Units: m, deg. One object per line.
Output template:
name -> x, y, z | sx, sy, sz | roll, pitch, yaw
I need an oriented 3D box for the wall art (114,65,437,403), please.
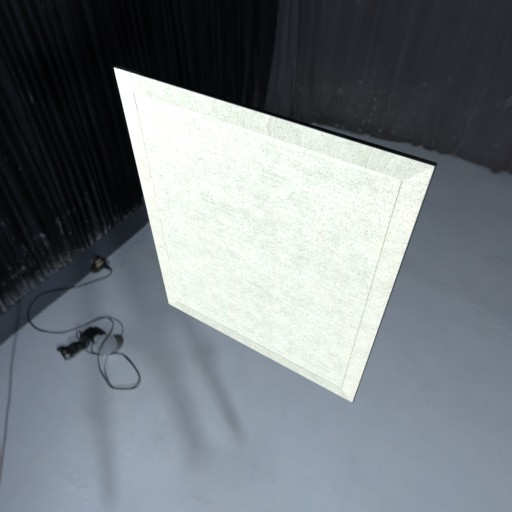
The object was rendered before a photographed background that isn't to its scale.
wall art -> 0.000, 0.000, 0.625 | 0.381, 0.457, 0.023 | 24, 51, 21
